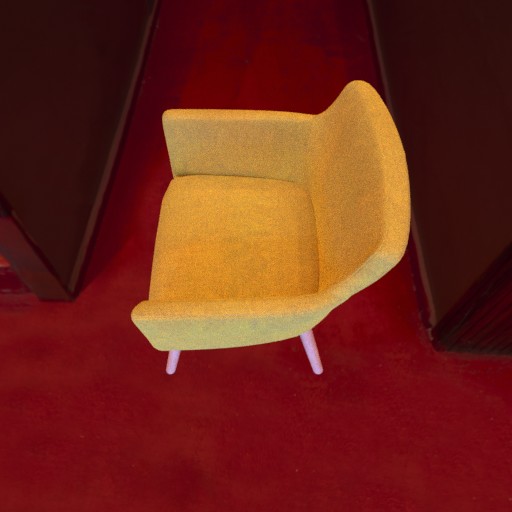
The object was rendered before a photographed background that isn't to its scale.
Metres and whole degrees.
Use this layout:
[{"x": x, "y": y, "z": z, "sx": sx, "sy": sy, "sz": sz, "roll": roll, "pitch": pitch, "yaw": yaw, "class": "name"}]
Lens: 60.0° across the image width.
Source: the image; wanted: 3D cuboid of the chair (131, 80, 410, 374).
[{"x": 0.000, "y": 0.000, "z": 1.169, "sx": 0.570, "sy": 0.780, "sz": 0.570, "roll": 0, "pitch": 59, "yaw": 0, "class": "chair"}]
